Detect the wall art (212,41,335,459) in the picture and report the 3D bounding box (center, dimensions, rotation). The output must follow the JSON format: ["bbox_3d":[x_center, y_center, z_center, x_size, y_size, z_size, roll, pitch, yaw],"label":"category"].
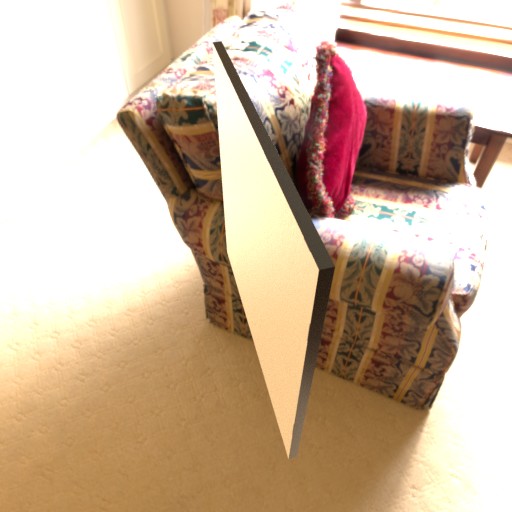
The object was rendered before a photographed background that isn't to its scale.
[{"bbox_3d":[0.000,0.000,0.658,0.014,0.445,0.446,-11,49,-10],"label":"wall art"}]
